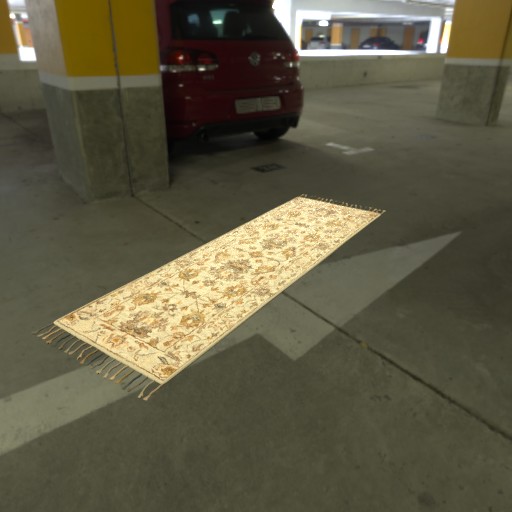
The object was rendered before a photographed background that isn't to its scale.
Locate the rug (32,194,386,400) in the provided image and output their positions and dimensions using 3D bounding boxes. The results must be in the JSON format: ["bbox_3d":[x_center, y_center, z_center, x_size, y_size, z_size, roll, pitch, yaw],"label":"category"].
[{"bbox_3d":[0.000,0.000,2.672,0.729,0.021,2.438,17,30,31],"label":"rug"}]
